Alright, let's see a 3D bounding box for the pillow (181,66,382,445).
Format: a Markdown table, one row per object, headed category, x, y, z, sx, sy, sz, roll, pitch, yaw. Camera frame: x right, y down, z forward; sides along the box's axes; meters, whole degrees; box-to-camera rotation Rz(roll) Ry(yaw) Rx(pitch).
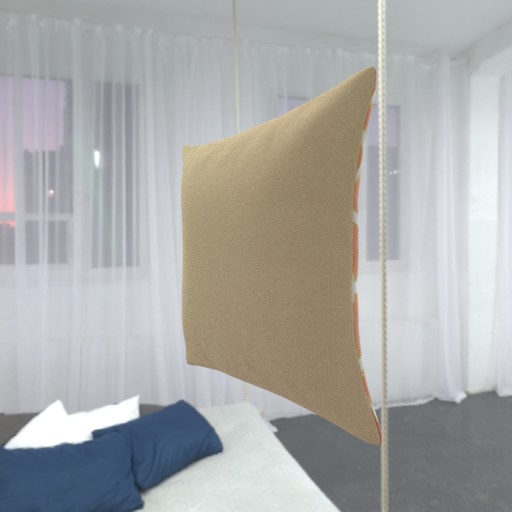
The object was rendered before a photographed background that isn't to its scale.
| category | x | y | z | sx | sy | sz | roll | pitch | yaw |
| --- | --- | --- | --- | --- | --- | --- | --- | --- | --- |
| pillow | 0.000 | 0.000 | 0.811 | 0.166 | 0.508 | 0.552 | 0 | 0 | -36 |
